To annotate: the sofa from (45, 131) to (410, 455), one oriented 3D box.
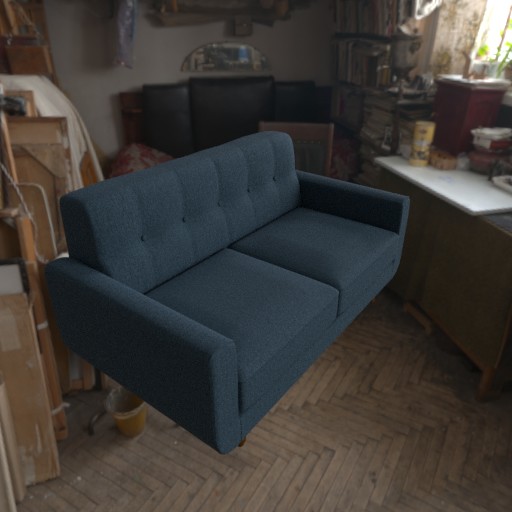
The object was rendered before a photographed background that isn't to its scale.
[{"bbox_3d":[0.000,0.000,2.189,0.942,0.896,1.651,20,34,32],"label":"sofa"}]
